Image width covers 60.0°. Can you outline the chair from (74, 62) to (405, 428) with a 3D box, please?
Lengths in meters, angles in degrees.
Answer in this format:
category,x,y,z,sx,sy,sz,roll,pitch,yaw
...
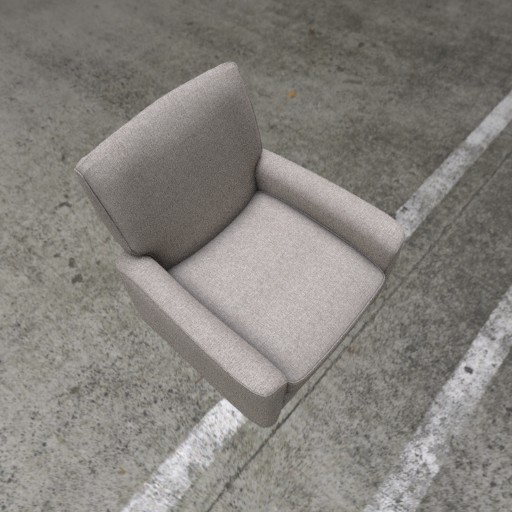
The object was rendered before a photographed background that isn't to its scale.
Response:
category,x,y,z,sx,sy,sz,roll,pitch,yaw
chair,0.000,0.000,1.674,0.864,1.014,0.848,37,65,20
